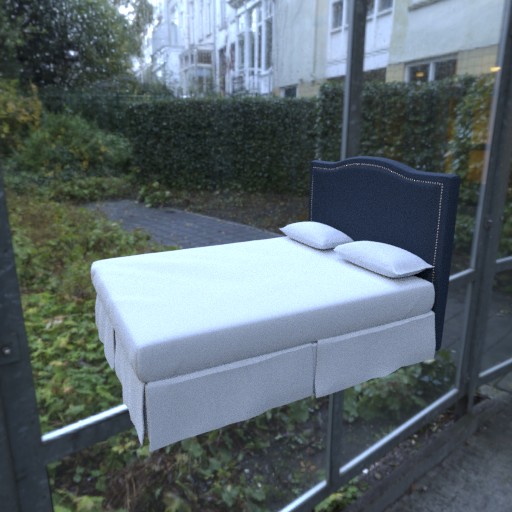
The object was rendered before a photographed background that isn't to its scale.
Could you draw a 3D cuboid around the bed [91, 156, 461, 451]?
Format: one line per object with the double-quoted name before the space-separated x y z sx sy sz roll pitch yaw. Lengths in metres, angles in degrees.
"bed" 0.000 0.000 3.407 2.282 1.436 1.821 -8 18 -26
